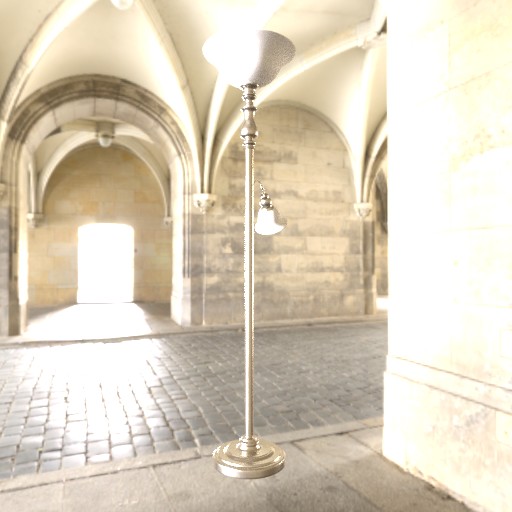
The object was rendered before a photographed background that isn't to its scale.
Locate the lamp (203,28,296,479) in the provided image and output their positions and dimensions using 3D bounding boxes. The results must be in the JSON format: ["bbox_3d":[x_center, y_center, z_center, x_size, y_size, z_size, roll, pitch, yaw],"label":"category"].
[{"bbox_3d":[0.000,0.000,2.012,0.405,1.785,0.575,0,-1,20],"label":"lamp"}]
